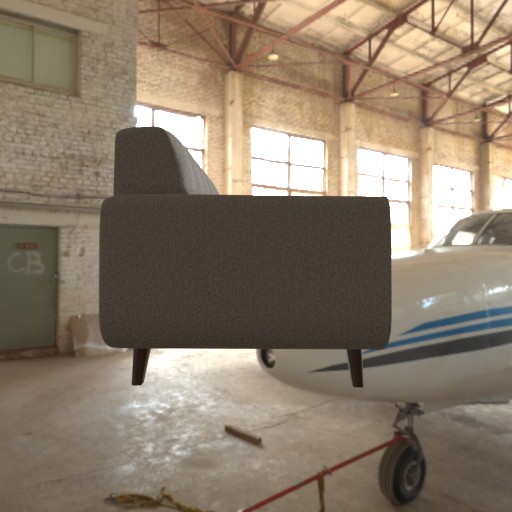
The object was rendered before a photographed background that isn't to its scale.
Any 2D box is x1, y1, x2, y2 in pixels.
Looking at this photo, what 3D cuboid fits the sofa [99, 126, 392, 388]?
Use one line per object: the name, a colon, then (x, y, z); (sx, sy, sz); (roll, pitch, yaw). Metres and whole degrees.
sofa: (0.000, 0.000, 2.207); (0.952, 0.925, 1.651); (0, 0, 2)
